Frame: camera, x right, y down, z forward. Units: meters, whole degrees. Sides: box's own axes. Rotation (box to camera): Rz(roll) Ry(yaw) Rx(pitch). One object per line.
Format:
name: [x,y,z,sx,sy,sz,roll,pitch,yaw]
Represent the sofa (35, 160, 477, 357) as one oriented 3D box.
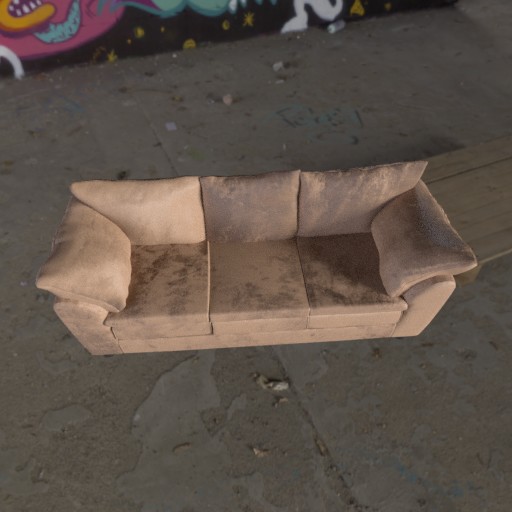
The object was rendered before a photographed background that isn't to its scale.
sofa: [0.000,0.000,2.830,2.377,0.981,0.893,-3,45,-3]
